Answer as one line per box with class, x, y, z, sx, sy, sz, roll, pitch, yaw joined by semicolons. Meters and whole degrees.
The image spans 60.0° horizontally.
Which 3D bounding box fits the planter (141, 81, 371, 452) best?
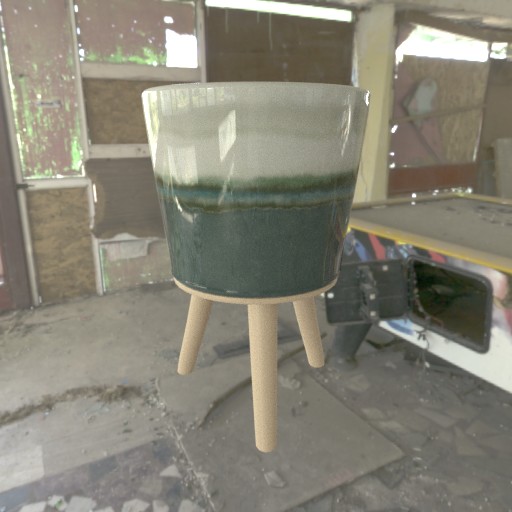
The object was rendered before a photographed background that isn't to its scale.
planter;0.000;0.000;0.476;0.217;0.331;0.217;2;16;7
